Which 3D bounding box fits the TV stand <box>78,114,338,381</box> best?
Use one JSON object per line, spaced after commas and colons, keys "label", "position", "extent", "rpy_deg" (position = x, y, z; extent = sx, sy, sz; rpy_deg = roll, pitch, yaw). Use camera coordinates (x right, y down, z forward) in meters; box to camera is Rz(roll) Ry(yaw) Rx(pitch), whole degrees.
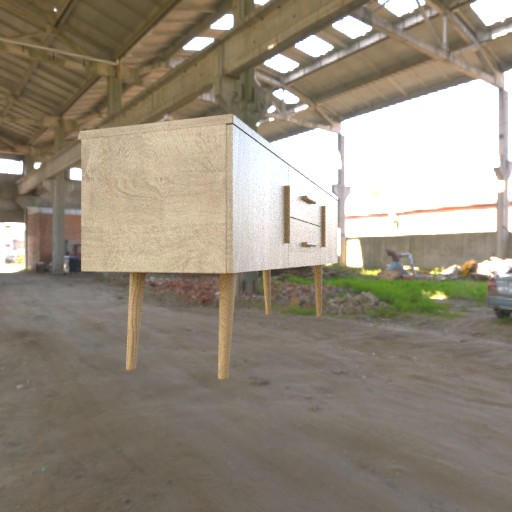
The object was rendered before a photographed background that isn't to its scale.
{"label": "TV stand", "position": [0.000, 0.000, 1.560], "extent": [0.401, 0.565, 1.313], "rpy_deg": [0, 0, 19]}
